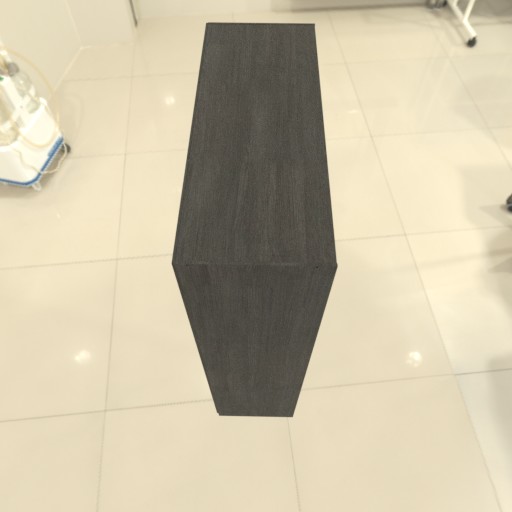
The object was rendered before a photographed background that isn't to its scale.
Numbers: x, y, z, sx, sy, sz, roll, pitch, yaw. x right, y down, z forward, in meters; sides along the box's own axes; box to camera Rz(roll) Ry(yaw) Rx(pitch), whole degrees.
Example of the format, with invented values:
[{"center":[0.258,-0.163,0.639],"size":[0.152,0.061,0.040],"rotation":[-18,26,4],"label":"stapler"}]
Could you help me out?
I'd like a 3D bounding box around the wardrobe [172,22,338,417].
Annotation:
[{"center":[0.000,0.000,2.468],"size":[0.510,1.910,1.290],"rotation":[1,57,1],"label":"wardrobe"}]
